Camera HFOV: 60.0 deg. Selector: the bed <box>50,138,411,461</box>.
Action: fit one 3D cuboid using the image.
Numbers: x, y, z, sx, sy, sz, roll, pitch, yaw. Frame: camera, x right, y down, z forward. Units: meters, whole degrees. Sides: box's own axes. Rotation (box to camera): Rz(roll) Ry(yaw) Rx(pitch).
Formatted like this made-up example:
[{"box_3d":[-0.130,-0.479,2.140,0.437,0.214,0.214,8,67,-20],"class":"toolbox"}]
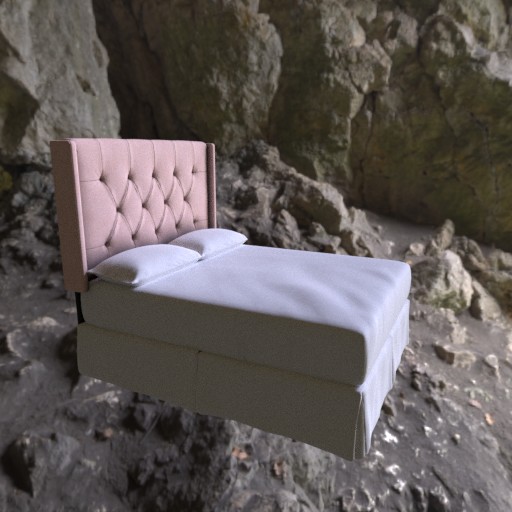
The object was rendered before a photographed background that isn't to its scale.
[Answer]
[{"box_3d":[0.000,0.000,3.241,2.066,1.665,1.719,7,15,26],"class":"bed"}]
